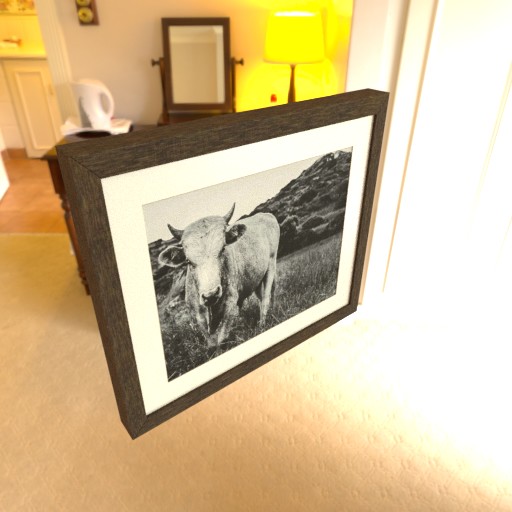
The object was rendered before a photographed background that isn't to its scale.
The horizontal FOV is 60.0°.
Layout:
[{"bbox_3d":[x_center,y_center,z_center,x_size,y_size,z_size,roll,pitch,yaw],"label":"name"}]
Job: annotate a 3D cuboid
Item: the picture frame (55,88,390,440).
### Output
[{"bbox_3d":[0.000,0.000,0.525,0.378,0.330,0.033,-22,38,-32],"label":"picture frame"}]
